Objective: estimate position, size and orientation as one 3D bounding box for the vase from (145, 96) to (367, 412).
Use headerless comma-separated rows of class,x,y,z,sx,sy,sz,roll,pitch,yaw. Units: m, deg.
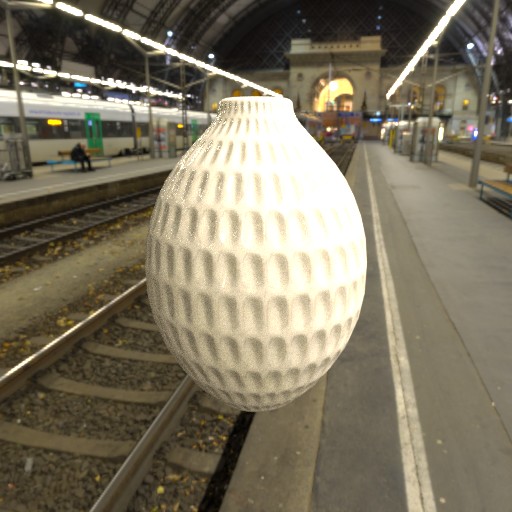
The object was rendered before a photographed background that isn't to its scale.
vase,0.000,0.000,0.333,0.162,0.223,0.162,0,16,0
